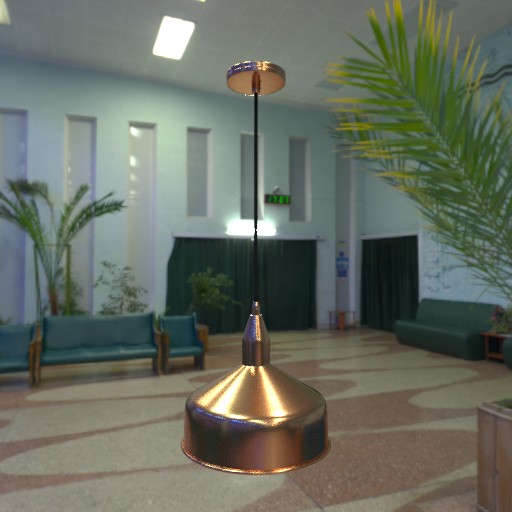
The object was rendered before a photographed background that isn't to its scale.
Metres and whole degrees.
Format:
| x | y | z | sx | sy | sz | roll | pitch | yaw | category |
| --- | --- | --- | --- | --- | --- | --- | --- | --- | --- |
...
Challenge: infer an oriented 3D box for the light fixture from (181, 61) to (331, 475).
| x | y | z | sx | sy | sz | roll | pitch | yaw | category |
| --- | --- | --- | --- | --- | --- | --- | --- | --- | --- |
| 0.000 | 0.000 | 0.911 | 0.301 | 0.754 | 0.301 | 1 | -2 | -18 | light fixture |
